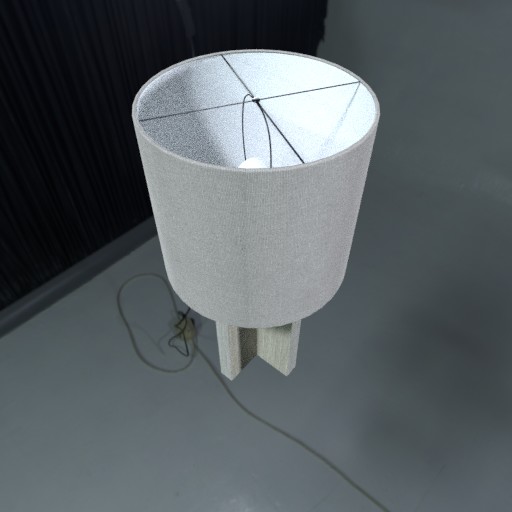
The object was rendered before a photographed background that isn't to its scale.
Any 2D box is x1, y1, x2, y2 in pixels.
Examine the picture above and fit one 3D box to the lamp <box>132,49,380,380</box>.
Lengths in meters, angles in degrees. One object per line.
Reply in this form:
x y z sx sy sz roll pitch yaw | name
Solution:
0.000 0.000 0.569 0.229 0.428 0.229 31 54 26 | lamp
